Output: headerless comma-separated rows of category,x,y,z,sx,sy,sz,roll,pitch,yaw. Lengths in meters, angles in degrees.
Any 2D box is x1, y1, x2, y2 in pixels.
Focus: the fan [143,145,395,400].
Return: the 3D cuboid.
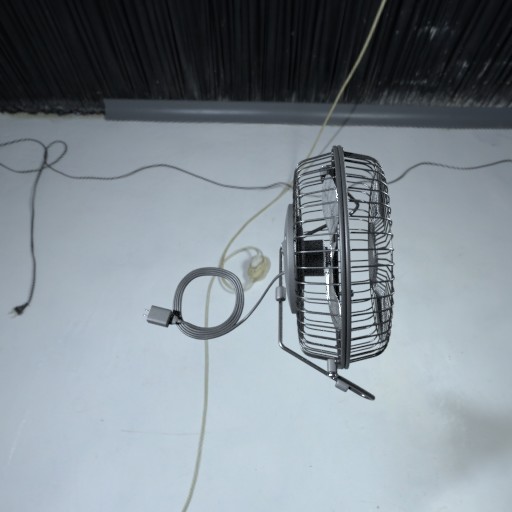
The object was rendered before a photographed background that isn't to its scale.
fan,0.000,0.000,0.378,0.227,0.188,0.209,2,64,1
